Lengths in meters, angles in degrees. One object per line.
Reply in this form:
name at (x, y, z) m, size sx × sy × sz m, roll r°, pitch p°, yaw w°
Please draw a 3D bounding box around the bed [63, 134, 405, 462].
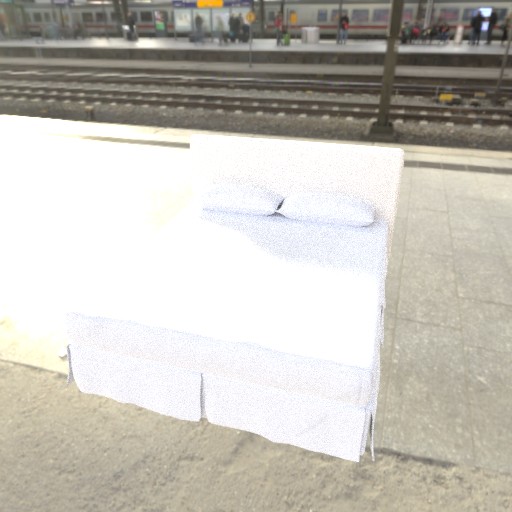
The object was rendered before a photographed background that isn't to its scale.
bed at (0.000, 0.000, 3.509) m, size 2.119 × 1.317 × 2.341 m, roll 8°, pitch 29°, yaw 15°
